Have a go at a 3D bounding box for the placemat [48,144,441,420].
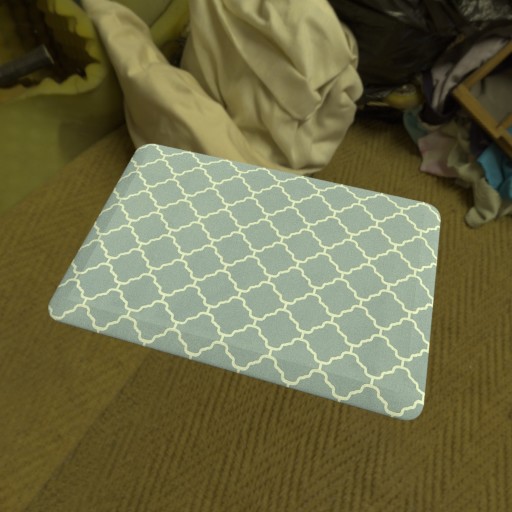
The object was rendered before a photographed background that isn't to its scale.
[{"bbox_3d":[0.000,0.000,0.964,0.762,0.021,0.508,14,60,8],"label":"placemat"}]
